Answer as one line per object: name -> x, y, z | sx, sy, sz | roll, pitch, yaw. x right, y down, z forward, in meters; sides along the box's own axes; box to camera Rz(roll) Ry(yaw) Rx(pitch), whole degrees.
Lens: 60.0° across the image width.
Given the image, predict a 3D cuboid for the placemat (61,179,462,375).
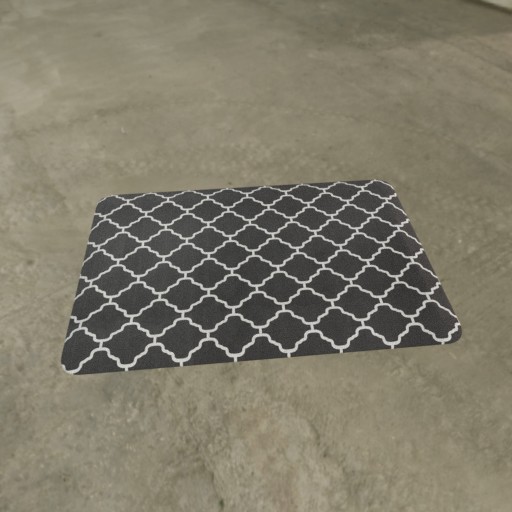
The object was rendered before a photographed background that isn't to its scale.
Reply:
placemat -> 0.000, 0.000, 0.983 | 0.762, 0.021, 0.508 | -4, 47, -4
